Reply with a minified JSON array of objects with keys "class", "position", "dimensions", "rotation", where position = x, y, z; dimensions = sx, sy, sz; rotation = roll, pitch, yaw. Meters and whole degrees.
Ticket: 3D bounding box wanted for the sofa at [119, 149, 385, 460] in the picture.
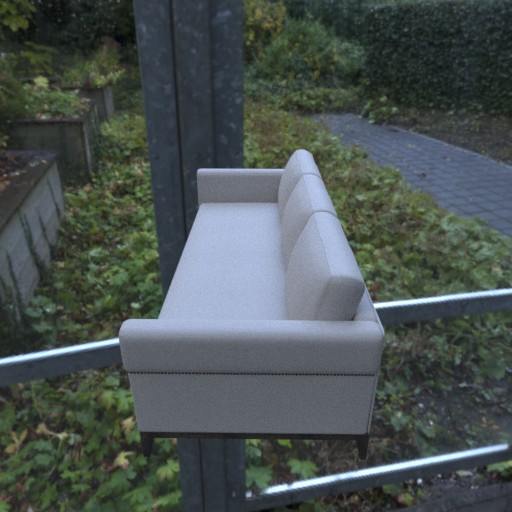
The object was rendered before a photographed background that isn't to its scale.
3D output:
[{"class":"sofa","position":[0.000,0.000,2.657],"dimensions":[0.959,0.838,2.210],"rotation":[0,26,1]}]
